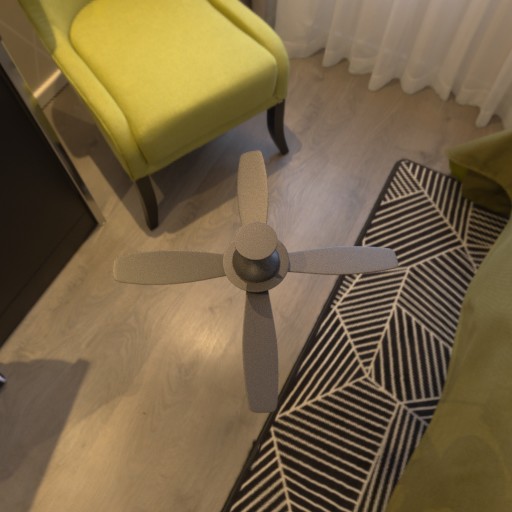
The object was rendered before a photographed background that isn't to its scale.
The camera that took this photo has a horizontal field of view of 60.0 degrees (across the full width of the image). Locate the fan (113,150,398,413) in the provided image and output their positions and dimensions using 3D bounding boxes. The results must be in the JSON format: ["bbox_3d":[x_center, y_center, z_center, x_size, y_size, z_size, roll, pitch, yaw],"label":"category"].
[{"bbox_3d":[0.000,0.000,2.557,1.694,0.382,1.694,-2,64,-1],"label":"fan"}]
